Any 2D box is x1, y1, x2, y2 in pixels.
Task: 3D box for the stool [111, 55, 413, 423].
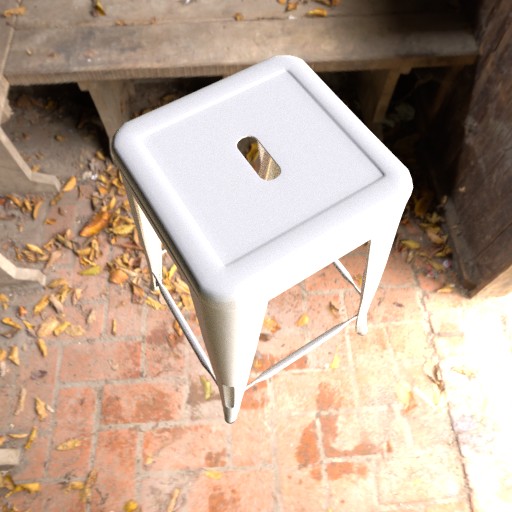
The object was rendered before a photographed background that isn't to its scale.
[{"bbox_3d":[0.000,0.000,0.852,0.406,0.610,0.406,-30,68,-14],"label":"stool"}]
